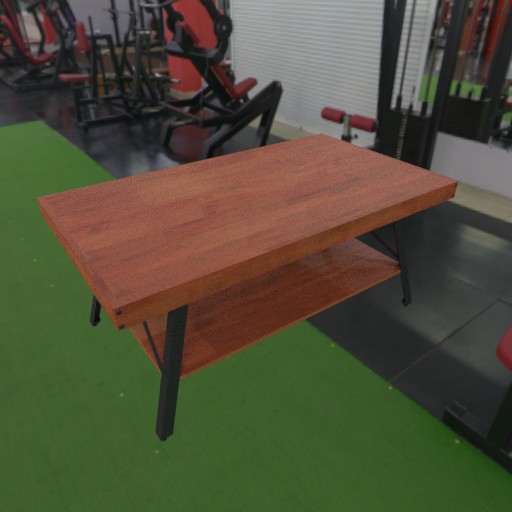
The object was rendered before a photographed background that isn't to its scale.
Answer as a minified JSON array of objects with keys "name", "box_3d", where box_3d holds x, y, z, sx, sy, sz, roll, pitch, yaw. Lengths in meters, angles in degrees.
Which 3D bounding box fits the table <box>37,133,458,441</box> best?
[{"name":"table","box_3d":[0.000,0.000,1.405,1.067,0.457,0.610,-20,37,-29]}]
